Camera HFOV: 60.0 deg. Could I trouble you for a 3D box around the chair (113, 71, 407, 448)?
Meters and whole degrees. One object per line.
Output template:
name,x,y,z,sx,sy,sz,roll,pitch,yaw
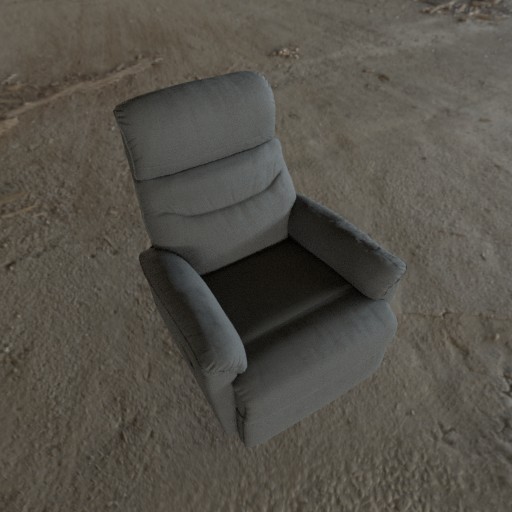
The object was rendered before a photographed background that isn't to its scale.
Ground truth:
chair,0.000,0.000,1.696,0.820,1.037,1.004,-23,49,-22
